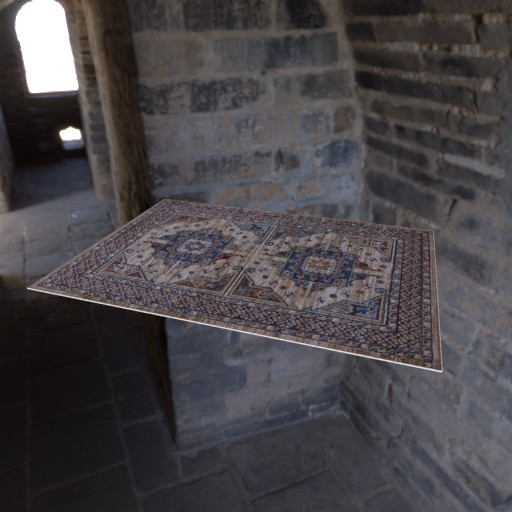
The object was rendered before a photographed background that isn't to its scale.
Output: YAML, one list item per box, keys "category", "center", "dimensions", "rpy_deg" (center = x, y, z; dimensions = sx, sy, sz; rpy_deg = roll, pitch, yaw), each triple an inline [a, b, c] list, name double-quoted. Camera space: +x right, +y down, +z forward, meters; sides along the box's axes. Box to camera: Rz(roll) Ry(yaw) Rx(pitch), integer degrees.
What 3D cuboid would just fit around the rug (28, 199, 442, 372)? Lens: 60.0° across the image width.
- category: "rug"
  center: [0.000, 0.000, 2.905]
  dimensions: [2.227, 0.008, 1.611]
  rpy_deg: [8, 28, 16]
